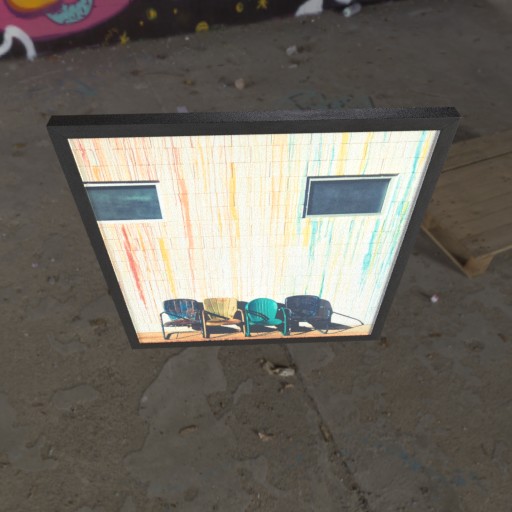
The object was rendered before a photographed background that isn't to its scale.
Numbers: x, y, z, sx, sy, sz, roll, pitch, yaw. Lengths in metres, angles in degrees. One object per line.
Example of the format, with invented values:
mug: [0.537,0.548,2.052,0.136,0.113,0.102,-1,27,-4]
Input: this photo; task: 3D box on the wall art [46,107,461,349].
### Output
wall art: [0.000,0.000,1.103,0.763,0.763,0.039,-2,47,-2]
